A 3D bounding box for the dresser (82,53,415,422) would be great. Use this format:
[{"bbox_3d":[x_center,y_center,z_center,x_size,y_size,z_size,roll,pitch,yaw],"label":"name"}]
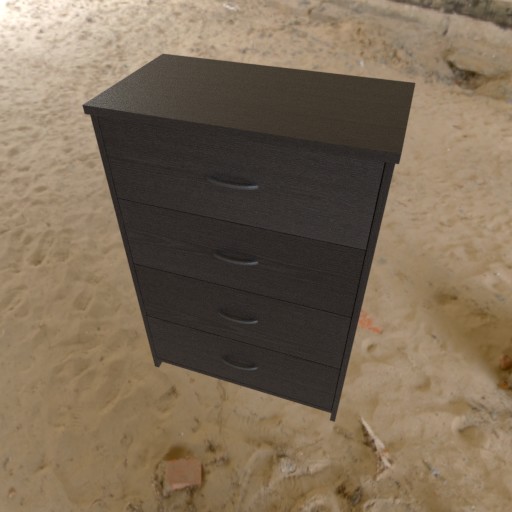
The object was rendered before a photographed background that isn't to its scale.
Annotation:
[{"bbox_3d":[0.000,0.000,1.386,0.704,1.020,0.399,13,43,14],"label":"dresser"}]
